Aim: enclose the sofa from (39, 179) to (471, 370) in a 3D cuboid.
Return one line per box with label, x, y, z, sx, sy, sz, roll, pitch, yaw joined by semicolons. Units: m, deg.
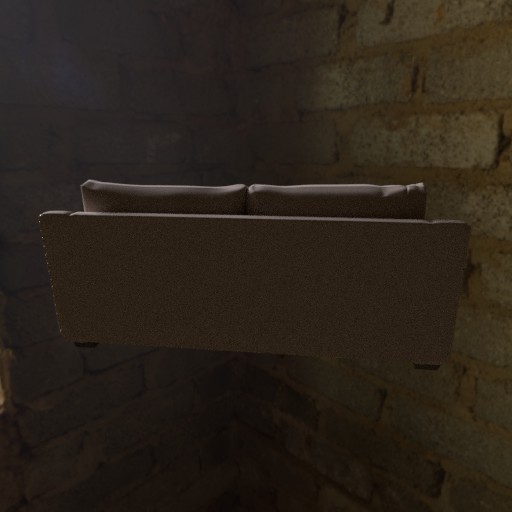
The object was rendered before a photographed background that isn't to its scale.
sofa;0.000;0.000;2.548;1.967;0.901;1.030;2;15;8
